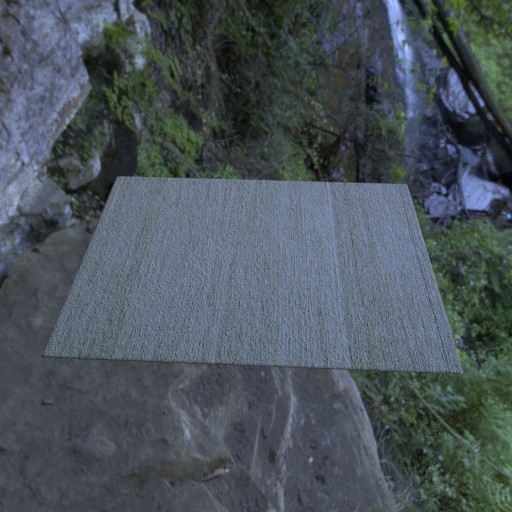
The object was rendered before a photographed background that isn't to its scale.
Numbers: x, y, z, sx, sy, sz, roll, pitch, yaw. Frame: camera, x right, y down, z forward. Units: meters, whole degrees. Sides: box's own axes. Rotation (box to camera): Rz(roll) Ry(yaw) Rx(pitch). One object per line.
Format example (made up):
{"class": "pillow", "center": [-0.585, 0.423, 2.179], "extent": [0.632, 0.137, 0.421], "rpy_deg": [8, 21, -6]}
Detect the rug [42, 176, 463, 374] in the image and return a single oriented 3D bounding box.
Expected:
{"class": "rug", "center": [0.000, 0.000, 5.061], "extent": [3.935, 0.025, 2.782], "rpy_deg": [2, 47, 2]}
